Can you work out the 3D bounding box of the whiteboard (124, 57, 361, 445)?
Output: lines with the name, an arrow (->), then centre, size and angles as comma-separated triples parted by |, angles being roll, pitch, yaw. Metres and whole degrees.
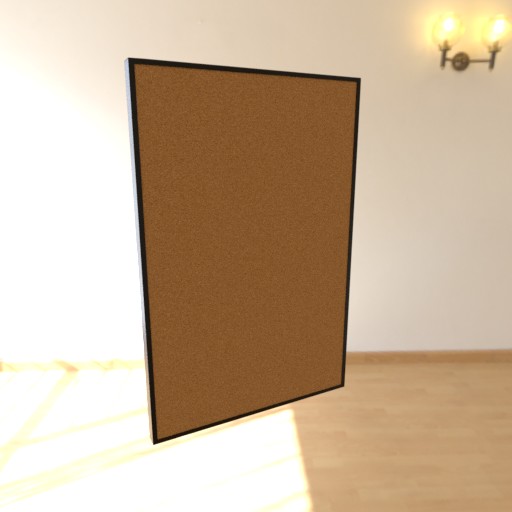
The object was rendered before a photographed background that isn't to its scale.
whiteboard -> 0.000, 0.000, 0.779 | 0.406, 0.611, 0.026 | -7, 16, -27
